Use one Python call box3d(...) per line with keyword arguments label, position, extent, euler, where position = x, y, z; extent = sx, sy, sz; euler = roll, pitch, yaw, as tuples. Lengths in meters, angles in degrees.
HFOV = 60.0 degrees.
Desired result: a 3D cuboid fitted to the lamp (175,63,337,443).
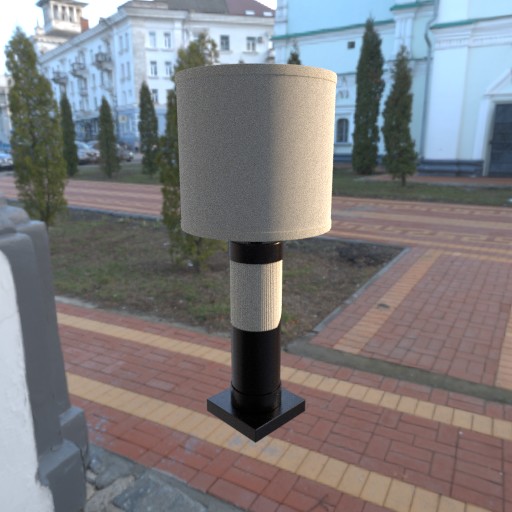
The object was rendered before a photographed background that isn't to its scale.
box3d(label="lamp", position=(0.000, 0.000, 0.643), extent=(0.211, 0.509, 0.211), euler=(-14, 20, -43))
